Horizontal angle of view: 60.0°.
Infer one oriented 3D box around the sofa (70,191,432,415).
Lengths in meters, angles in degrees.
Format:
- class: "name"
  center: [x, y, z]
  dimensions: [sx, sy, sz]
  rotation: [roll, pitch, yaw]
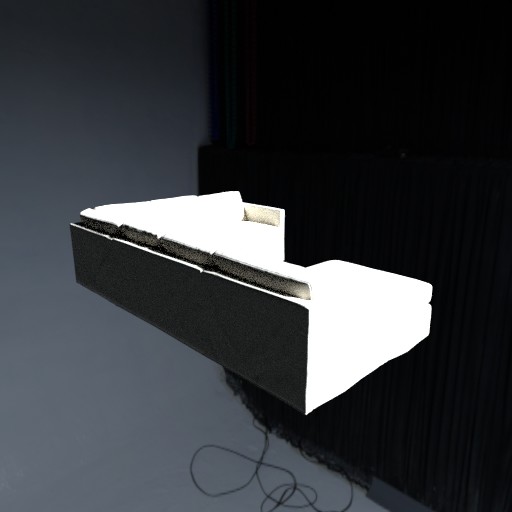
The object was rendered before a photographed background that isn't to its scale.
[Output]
- class: "sofa"
  center: [0.000, 0.000, 4.550]
  dimensions: [2.448, 0.882, 3.464]
  rotation: [-15, 21, -42]
